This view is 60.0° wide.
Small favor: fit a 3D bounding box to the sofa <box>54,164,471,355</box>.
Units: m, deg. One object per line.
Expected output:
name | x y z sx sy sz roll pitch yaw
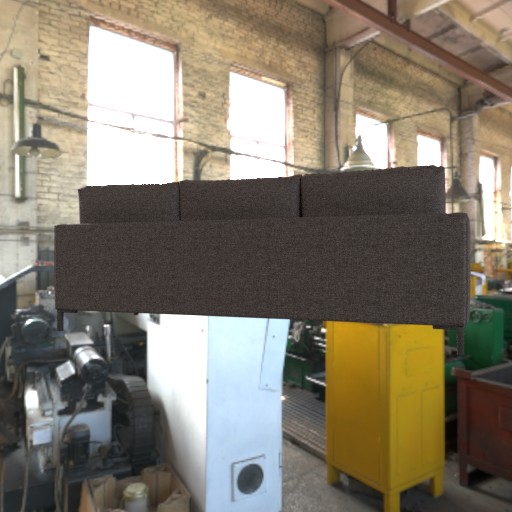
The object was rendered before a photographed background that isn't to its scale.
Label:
sofa | 0.000 0.000 2.676 2.253 0.882 0.876 0 -1 18
